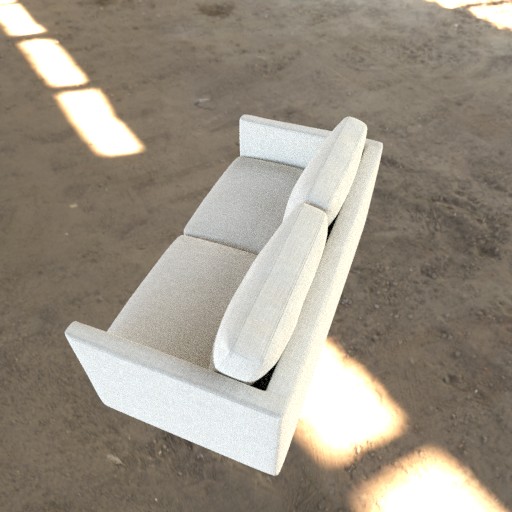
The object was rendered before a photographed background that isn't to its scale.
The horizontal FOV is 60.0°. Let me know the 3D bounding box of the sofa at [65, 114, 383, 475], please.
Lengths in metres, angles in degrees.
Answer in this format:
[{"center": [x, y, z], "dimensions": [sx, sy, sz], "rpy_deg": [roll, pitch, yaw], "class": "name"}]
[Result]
[{"center": [0.000, 0.000, 2.398], "dimensions": [0.950, 0.963, 1.838], "rpy_deg": [16, 49, 15], "class": "sofa"}]
